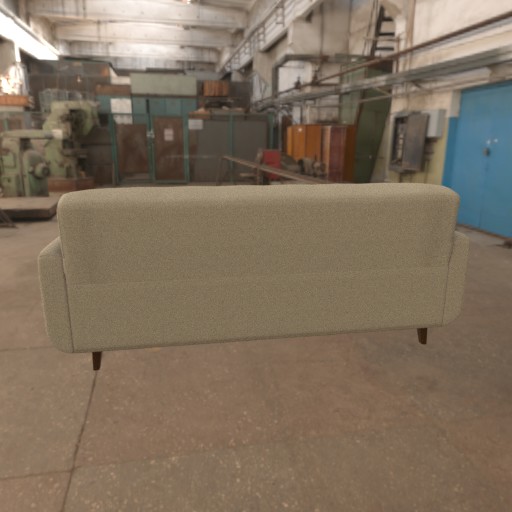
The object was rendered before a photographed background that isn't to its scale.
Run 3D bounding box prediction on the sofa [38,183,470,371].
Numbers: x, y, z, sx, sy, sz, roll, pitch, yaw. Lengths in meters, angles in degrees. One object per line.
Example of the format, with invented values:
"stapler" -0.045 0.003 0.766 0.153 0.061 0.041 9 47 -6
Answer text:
"sofa" 0.000 0.000 2.594 2.137 0.892 0.980 -2 15 -9
